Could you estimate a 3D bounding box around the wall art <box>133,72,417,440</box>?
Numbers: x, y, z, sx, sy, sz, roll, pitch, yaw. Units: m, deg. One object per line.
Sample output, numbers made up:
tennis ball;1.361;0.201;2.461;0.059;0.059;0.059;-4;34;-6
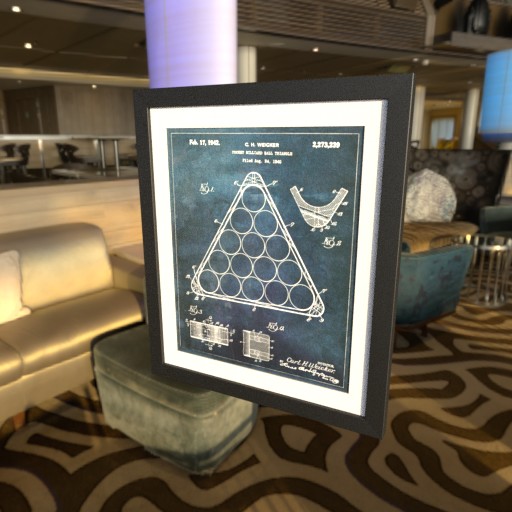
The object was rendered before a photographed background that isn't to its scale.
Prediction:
wall art;0.000;0.000;0.696;0.432;0.508;0.025;7;17;26
